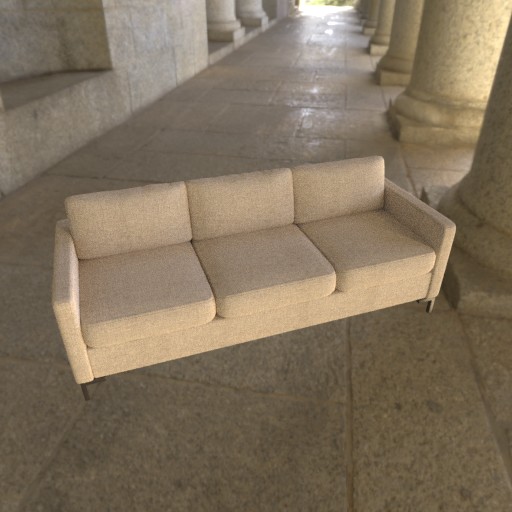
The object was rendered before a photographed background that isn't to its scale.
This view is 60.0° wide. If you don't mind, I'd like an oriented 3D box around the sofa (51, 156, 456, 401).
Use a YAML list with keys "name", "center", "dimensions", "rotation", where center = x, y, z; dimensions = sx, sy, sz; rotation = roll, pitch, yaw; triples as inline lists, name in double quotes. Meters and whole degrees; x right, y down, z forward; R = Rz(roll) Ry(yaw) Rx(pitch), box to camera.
- name: "sofa"
  center: [0.000, 0.000, 2.712]
  dimensions: [2.218, 0.874, 0.859]
  rotation: [-11, 34, -16]
